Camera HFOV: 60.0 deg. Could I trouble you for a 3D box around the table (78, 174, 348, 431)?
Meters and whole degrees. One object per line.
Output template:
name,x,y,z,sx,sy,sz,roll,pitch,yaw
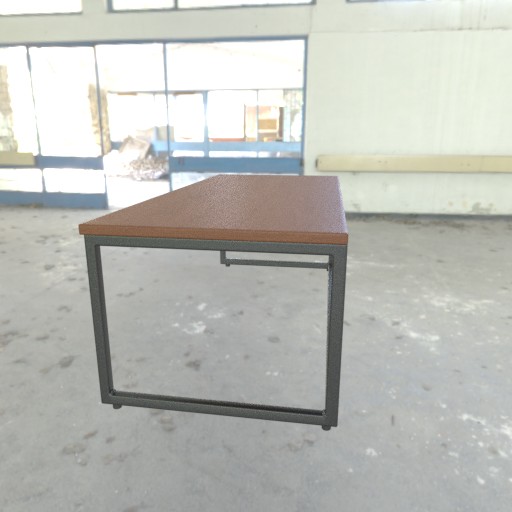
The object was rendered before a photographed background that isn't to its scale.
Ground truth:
table,0.000,0.000,1.371,0.500,0.400,1.100,2,16,9
